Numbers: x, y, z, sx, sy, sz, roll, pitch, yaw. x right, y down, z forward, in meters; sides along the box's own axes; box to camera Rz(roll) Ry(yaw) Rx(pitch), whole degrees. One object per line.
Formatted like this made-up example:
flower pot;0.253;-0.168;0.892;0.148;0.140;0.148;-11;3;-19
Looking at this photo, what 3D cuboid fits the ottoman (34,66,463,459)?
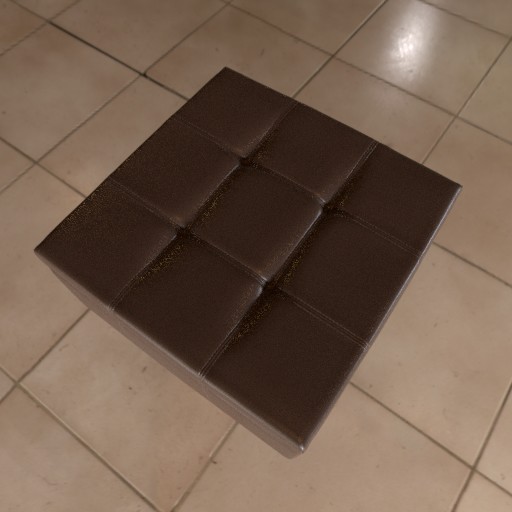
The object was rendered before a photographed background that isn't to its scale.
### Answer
ottoman;0.000;0.000;1.293;0.787;0.460;0.788;32;68;15
